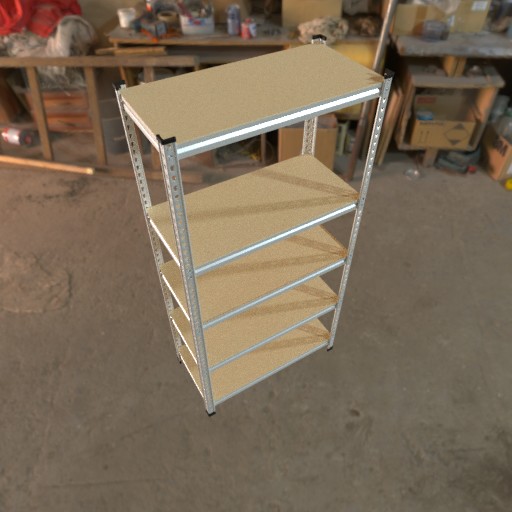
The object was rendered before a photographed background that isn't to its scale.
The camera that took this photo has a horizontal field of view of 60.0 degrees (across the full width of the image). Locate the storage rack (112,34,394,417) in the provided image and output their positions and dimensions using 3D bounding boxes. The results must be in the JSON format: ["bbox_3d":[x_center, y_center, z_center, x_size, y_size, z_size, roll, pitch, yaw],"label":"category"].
[{"bbox_3d":[0.000,0.000,2.241,0.914,1.829,0.457,-23,50,-21],"label":"storage rack"}]
